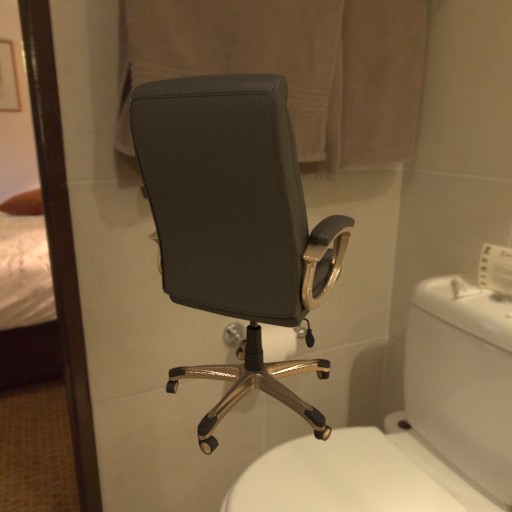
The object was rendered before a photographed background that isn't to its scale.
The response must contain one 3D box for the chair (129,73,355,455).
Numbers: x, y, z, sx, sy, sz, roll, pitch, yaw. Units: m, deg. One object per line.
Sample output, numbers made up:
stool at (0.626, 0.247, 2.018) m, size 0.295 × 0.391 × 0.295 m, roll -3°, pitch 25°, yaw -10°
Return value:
chair at (0.000, 0.000, 1.634) m, size 0.694 × 1.188 × 0.748 m, roll 8°, pitch 17°, yaw 26°
